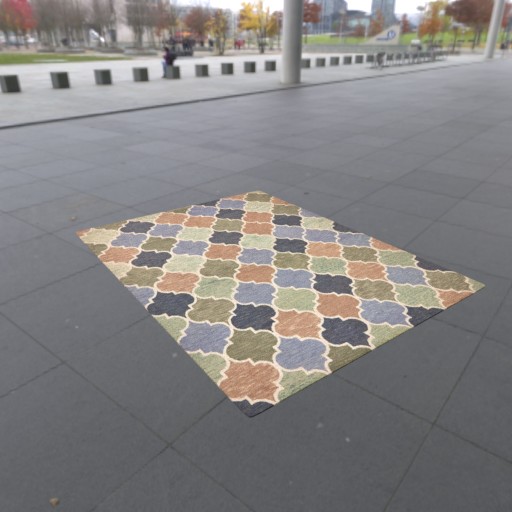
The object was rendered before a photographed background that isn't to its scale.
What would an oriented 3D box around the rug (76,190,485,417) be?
[{"bbox_3d":[0.000,0.000,4.215,2.439,0.013,3.200,-18,31,-32],"label":"rug"}]
